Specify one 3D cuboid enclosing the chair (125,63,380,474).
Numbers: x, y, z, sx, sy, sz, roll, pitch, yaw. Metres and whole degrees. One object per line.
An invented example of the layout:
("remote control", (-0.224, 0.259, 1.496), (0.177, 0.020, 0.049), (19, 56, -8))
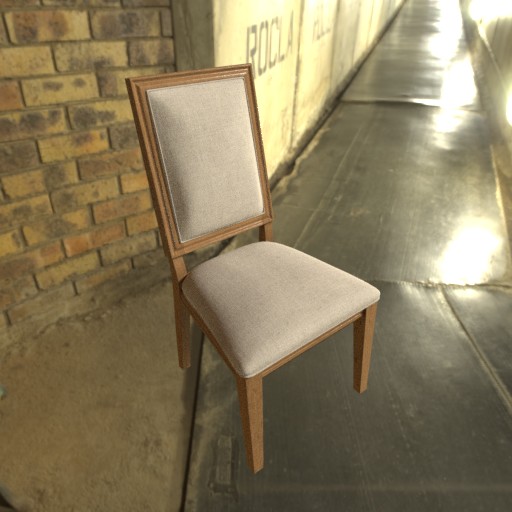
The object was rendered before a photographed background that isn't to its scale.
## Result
("chair", (0.000, 0.000, 1.344), (0.536, 0.988, 0.601), (-23, 38, -32))
